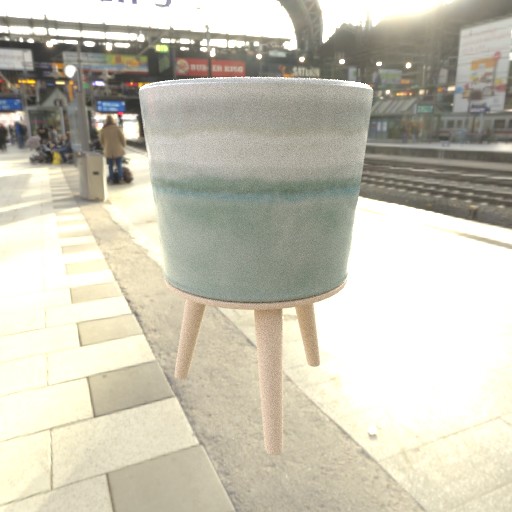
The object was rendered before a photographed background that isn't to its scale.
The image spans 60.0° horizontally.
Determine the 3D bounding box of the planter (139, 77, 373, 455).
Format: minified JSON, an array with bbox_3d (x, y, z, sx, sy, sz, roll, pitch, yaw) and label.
[{"bbox_3d":[0.000,0.000,0.571,0.265,0.404,0.265,-8,18,-26],"label":"planter"}]
